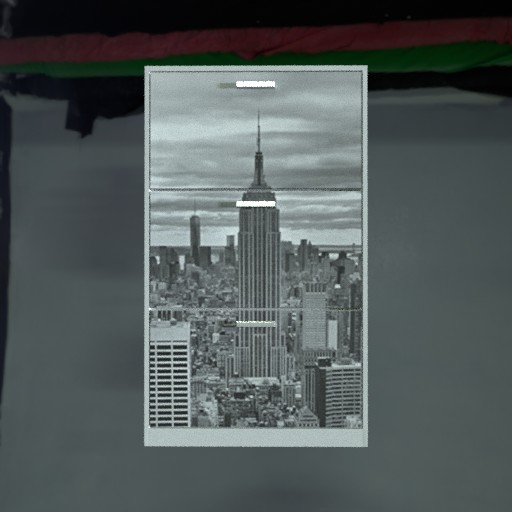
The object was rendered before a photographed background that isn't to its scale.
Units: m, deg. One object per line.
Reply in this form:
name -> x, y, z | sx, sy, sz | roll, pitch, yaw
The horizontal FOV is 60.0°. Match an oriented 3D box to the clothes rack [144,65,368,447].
clothes rack -> 0.000, 0.000, 1.600 | 0.750, 1.280, 0.250 | 0, 0, 0
